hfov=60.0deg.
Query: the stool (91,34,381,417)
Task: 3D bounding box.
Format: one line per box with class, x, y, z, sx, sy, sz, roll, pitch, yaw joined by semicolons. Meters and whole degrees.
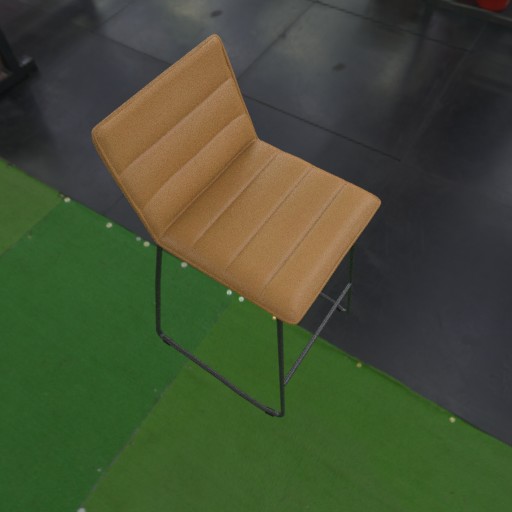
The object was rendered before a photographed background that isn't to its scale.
stool;0.000;0.000;1.214;0.524;0.936;0.489;31;63;17
